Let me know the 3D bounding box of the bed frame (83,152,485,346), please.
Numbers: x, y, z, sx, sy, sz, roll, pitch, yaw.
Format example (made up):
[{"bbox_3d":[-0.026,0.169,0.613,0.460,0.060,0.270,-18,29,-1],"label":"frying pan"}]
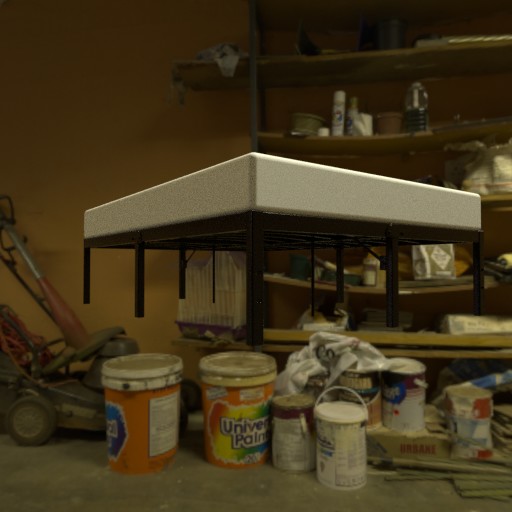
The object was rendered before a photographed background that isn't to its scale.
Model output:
[{"bbox_3d":[0.000,0.000,2.765,1.557,0.659,2.072,1,-2,-36],"label":"bed frame"}]
